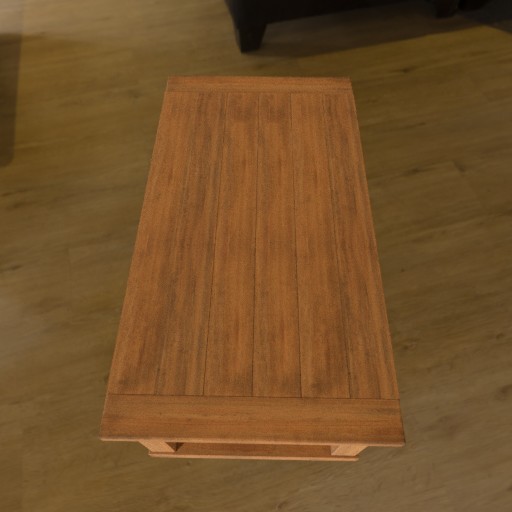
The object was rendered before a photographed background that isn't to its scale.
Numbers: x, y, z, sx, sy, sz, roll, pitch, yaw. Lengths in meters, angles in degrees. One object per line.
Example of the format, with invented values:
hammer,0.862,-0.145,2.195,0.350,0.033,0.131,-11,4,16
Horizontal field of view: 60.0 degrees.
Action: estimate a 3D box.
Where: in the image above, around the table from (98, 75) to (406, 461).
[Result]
table,0.000,0.000,1.518,0.693,0.494,1.270,1,58,1
